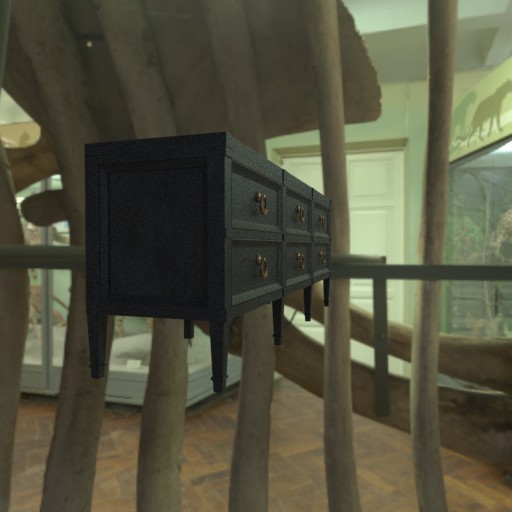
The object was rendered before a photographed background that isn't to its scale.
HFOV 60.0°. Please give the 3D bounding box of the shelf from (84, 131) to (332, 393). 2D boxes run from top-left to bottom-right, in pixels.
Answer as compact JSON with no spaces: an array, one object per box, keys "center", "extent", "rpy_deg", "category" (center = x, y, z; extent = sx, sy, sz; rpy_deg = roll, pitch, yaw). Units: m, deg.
[{"center":[0.000,0.000,2.164],"extent":[0.471,0.715,1.878],"rpy_deg":[0,1,18],"category":"shelf"}]
